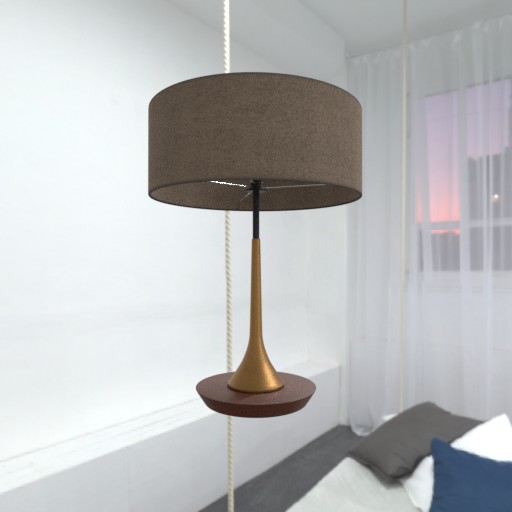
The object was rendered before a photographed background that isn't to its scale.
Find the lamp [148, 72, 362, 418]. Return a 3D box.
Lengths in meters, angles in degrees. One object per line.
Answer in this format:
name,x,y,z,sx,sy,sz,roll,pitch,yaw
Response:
lamp,0.000,0.000,0.848,0.396,0.551,0.417,0,-1,17
